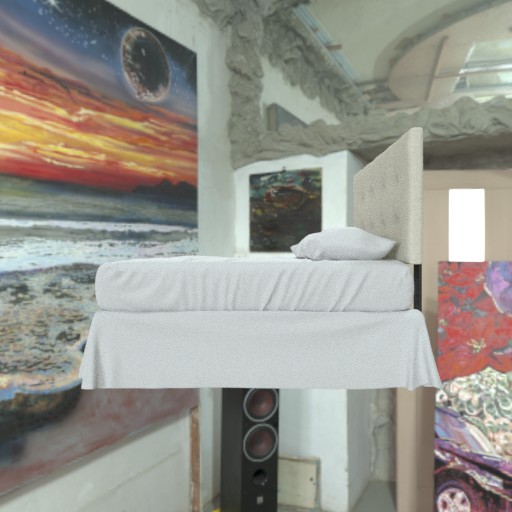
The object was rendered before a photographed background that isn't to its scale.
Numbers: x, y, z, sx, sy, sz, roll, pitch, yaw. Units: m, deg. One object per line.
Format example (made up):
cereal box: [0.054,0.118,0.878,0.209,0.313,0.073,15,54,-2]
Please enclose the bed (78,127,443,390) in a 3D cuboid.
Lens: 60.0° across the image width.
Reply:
bed: [0.000,0.000,3.495,2.222,1.577,1.936,0,0,1]
